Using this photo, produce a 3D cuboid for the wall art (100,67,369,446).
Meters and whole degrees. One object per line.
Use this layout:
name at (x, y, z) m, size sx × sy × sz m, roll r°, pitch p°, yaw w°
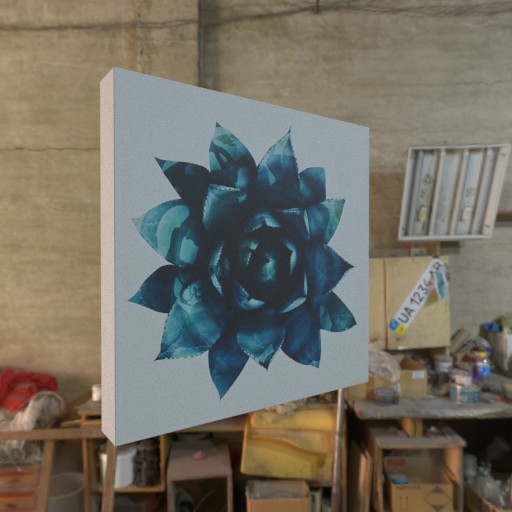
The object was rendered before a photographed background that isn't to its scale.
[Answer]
wall art at (0.000, 0.000, 0.459) m, size 0.305 × 0.305 × 0.038 m, roll -1°, pitch 1°, yaw -35°
